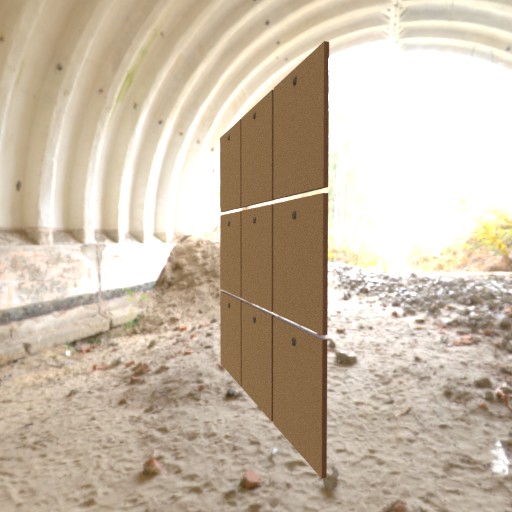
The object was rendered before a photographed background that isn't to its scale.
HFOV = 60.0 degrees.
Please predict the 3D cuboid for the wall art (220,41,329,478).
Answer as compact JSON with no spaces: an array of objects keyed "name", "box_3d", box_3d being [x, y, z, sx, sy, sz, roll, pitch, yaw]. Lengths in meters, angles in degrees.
[{"name":"wall art","box_3d":[0.000,0.000,1.813,0.024,1.218,1.221,-1,2,-18]}]
